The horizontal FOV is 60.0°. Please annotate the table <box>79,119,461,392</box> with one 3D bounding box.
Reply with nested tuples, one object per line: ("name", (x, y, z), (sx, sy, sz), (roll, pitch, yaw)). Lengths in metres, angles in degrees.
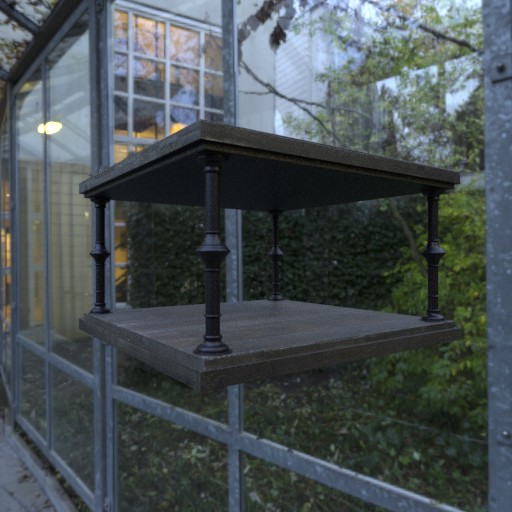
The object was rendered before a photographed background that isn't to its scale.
("table", (0.000, 0.000, 1.134), (0.696, 0.400, 0.696), (0, 0, -35))
